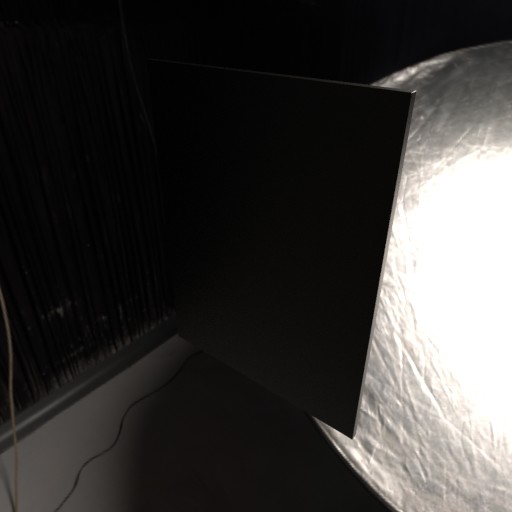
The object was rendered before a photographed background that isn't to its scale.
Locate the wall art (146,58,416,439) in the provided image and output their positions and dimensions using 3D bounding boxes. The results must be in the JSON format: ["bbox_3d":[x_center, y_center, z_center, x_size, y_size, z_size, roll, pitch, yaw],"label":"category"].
[{"bbox_3d":[0.000,0.000,0.752,0.442,0.582,0.013,22,37,32],"label":"wall art"}]
